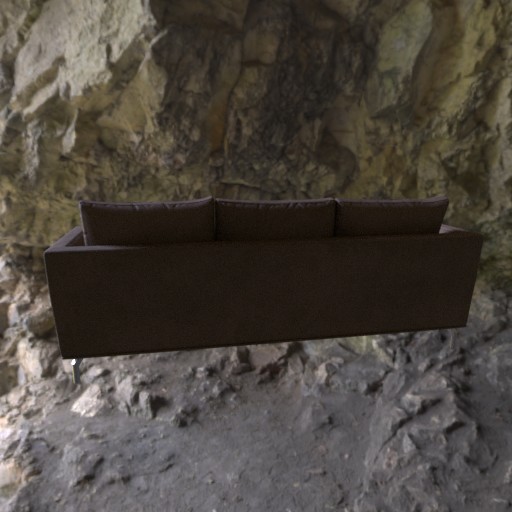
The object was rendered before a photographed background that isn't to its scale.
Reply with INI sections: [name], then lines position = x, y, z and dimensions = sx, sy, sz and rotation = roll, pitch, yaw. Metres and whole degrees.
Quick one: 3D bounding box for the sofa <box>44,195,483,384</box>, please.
[sofa]
position = 0.000, 0.000, 3.210
dimensions = 2.438, 0.987, 1.622
rotation = -2, 13, -11
